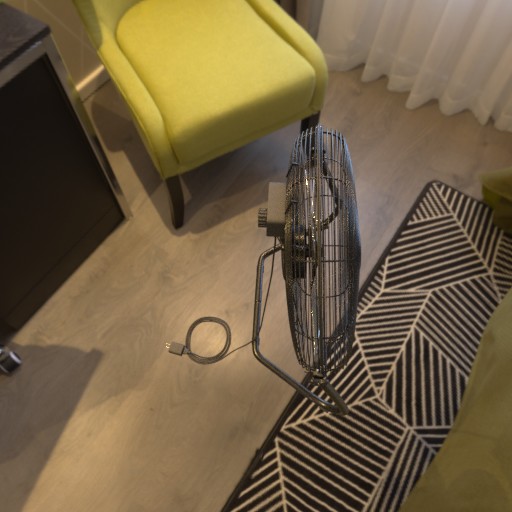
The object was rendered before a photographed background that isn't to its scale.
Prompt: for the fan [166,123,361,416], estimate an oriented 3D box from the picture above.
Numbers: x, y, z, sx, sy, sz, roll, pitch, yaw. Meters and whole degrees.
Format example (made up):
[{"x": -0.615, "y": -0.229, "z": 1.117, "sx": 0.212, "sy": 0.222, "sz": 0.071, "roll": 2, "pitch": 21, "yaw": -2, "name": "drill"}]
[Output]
[{"x": 0.000, "y": 0.000, "z": 0.992, "sx": 0.470, "sy": 0.605, "sz": 0.595, "roll": 3, "pitch": 63, "yaw": 2, "name": "fan"}]
